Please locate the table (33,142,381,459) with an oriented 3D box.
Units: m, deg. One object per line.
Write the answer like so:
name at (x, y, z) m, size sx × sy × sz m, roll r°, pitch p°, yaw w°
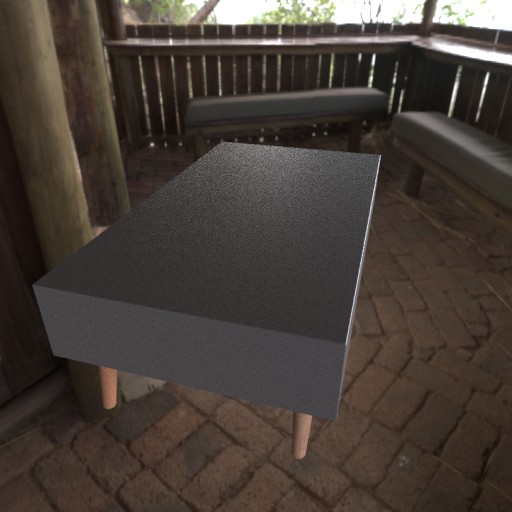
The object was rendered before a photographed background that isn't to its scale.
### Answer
table at (0.000, 0.000, 1.496) m, size 0.703 × 0.404 × 1.201 m, roll 8°, pitch 31°, yaw 14°
